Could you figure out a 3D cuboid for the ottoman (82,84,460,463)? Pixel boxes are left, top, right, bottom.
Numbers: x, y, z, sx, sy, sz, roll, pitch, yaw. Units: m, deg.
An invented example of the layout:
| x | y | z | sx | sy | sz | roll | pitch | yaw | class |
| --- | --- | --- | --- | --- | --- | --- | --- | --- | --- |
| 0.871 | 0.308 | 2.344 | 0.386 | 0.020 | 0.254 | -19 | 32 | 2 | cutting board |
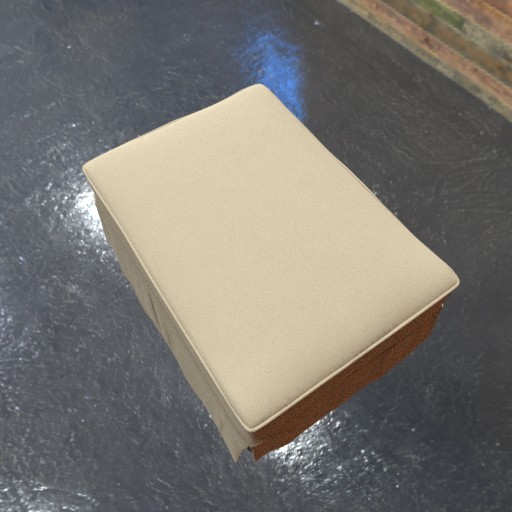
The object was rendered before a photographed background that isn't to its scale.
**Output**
| x | y | z | sx | sy | sz | roll | pitch | yaw | class |
| --- | --- | --- | --- | --- | --- | --- | --- | --- | --- |
| 0.000 | 0.000 | 1.352 | 0.721 | 0.482 | 0.959 | -30 | 64 | -17 | ottoman |
